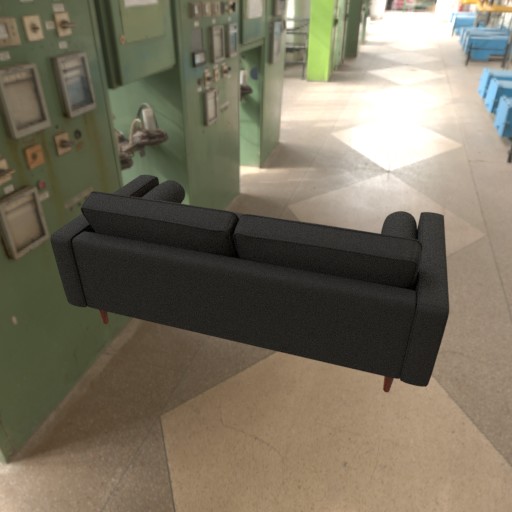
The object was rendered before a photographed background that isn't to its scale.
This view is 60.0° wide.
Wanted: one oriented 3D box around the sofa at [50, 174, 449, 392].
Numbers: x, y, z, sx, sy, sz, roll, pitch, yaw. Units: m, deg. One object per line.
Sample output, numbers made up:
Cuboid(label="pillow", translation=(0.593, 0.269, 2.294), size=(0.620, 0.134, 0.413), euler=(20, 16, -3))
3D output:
Cuboid(label="sofa", translation=(0.000, 0.000, 2.406), size=(1.875, 0.759, 0.914), euler=(10, 33, 16))
